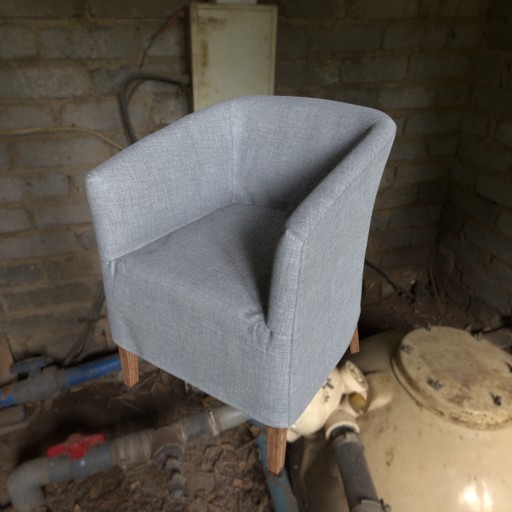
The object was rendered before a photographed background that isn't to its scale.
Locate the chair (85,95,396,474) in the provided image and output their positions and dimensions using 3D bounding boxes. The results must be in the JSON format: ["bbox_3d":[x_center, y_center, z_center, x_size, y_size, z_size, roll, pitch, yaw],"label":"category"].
[{"bbox_3d":[0.000,0.000,1.267,0.600,0.771,0.668,18,34,29],"label":"chair"}]
